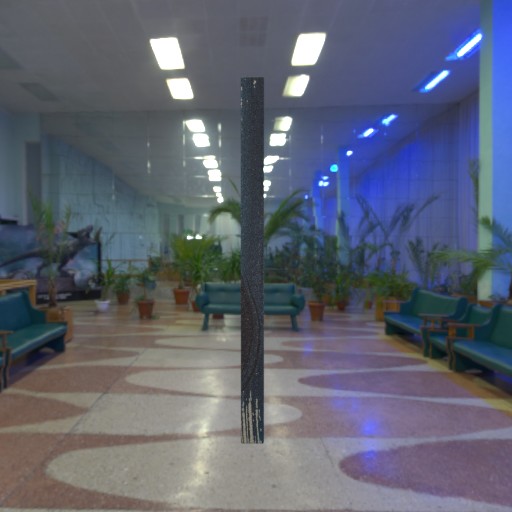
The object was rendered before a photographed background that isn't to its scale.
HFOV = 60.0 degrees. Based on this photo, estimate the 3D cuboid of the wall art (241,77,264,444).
[{"bbox_3d":[0.000,0.000,1.193,0.039,0.610,0.914,0,1,1],"label":"wall art"}]
